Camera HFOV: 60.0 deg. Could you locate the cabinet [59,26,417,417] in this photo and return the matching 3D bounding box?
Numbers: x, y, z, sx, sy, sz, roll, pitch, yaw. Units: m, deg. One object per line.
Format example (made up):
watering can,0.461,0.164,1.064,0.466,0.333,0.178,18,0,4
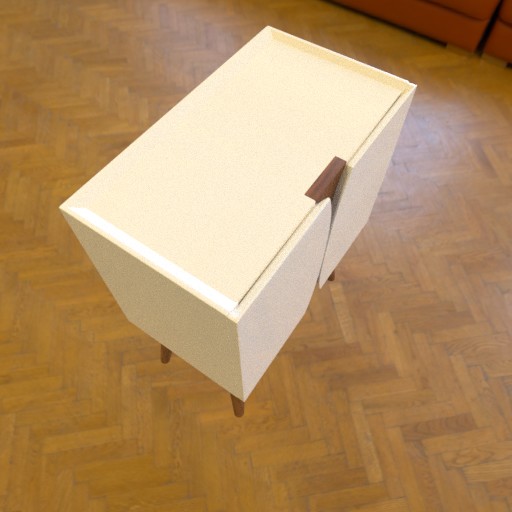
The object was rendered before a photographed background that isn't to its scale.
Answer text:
cabinet,0.000,0.000,1.096,0.344,0.772,0.591,30,63,17
